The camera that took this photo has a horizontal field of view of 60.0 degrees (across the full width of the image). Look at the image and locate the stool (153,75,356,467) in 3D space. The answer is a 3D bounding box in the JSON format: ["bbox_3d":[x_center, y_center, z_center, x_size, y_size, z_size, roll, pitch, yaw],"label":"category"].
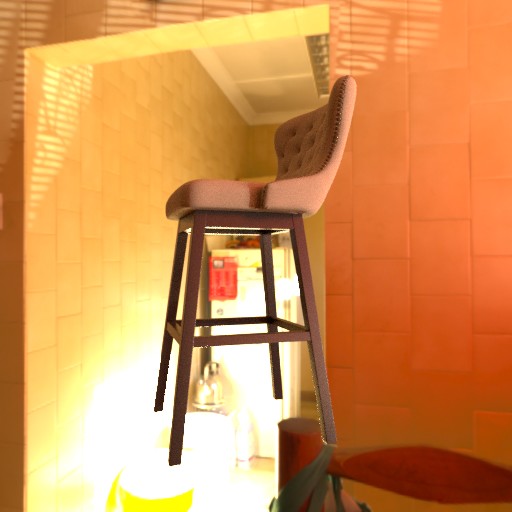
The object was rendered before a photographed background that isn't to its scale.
[{"bbox_3d":[0.000,0.000,1.424,0.605,1.066,0.528,0,-1,-18],"label":"stool"}]
